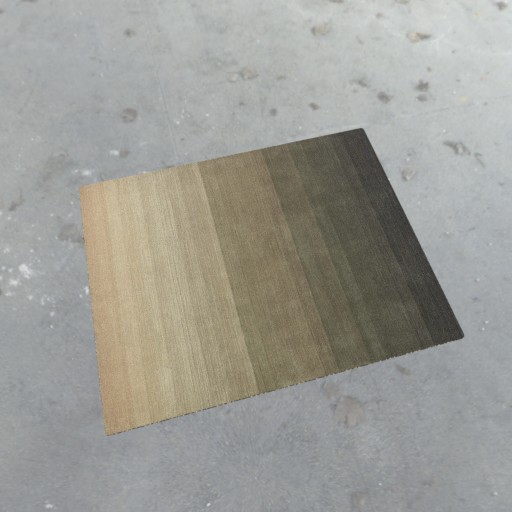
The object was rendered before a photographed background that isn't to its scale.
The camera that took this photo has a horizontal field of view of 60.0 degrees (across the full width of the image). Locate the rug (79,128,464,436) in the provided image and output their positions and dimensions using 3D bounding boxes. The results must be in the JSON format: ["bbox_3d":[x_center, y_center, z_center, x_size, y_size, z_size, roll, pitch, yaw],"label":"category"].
[{"bbox_3d":[0.000,0.000,3.914,2.902,0.017,2.305,-13,64,-7],"label":"rug"}]
